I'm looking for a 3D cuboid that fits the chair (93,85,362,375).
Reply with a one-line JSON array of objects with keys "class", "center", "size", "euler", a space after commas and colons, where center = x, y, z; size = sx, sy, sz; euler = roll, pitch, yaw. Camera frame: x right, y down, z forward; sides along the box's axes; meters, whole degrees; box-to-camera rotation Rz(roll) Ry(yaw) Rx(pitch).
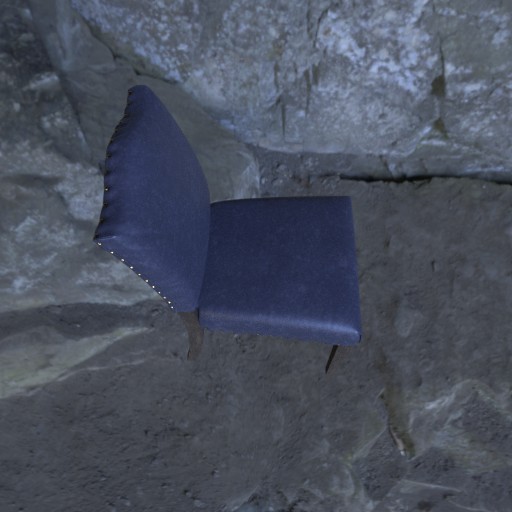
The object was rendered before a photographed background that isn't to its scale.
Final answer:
[{"class": "chair", "center": [0.000, 0.000, 1.363], "size": [0.633, 0.991, 0.500], "euler": [2, 62, 1]}]
